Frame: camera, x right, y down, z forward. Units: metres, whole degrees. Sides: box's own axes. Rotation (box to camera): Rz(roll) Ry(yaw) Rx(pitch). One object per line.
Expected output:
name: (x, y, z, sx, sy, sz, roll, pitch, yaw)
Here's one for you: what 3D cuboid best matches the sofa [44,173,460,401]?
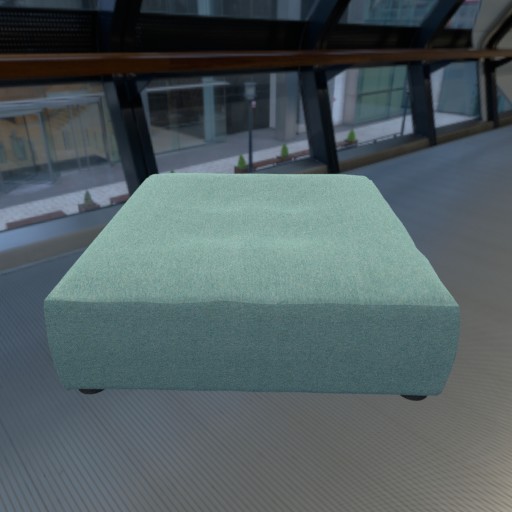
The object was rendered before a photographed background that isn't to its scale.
sofa: (0.000, 0.000, 1.424, 0.930, 0.330, 0.930, 1, 27, 1)
